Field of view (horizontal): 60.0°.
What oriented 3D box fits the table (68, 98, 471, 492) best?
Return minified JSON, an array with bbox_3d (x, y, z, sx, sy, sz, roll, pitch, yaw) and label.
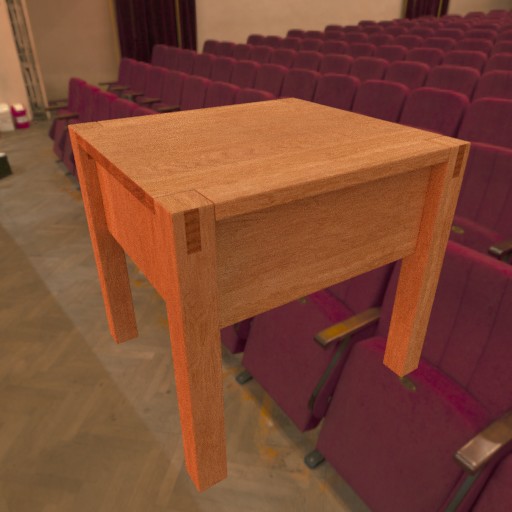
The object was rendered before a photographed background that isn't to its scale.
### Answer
[{"bbox_3d":[0.000,0.000,0.816,0.480,0.450,0.440,-18,34,-28],"label":"table"}]
